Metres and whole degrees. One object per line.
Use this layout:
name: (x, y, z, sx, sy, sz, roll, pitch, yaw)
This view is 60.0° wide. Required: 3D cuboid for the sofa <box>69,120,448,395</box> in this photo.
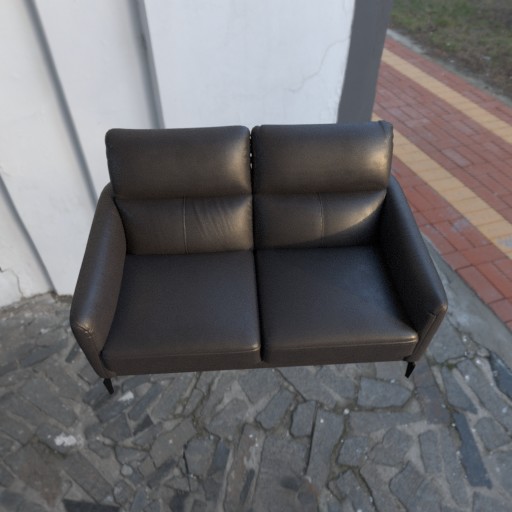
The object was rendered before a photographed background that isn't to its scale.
sofa: (0.000, 0.000, 2.151, 1.596, 0.920, 0.958, -2, 46, -2)
